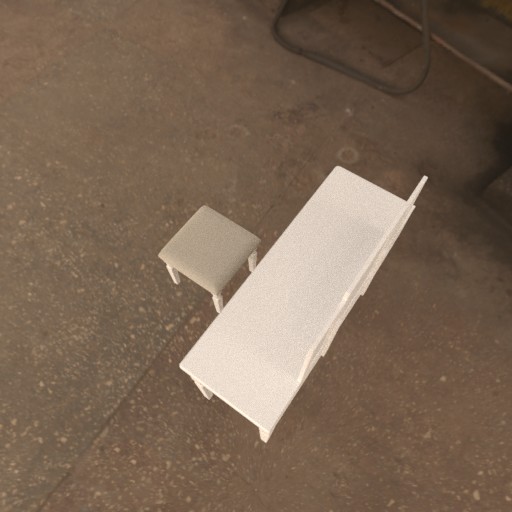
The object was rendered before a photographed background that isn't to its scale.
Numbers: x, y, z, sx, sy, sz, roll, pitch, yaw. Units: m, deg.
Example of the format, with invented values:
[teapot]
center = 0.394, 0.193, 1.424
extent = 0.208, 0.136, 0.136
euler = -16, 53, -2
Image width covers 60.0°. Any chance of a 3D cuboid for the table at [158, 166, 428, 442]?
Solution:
[table]
center = 0.000, 0.000, 2.303
extent = 1.115, 1.310, 1.369
euler = 32, 67, 16
